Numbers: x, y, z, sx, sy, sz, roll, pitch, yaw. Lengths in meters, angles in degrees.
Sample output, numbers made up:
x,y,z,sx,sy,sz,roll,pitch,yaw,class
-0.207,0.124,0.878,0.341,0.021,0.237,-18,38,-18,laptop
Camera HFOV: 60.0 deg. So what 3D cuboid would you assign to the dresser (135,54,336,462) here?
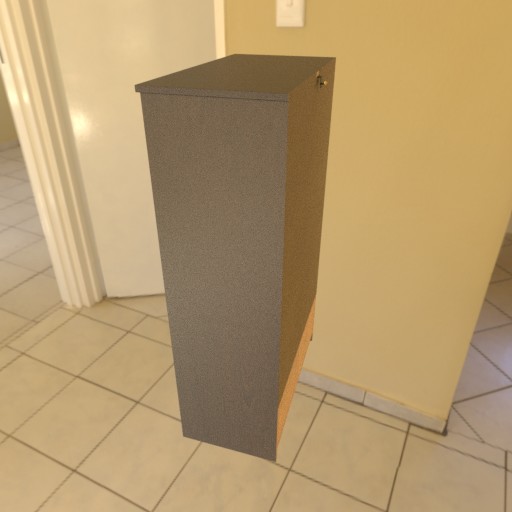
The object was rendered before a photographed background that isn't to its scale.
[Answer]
x,y,z,sx,sy,sz,roll,pitch,yaw,class
0.000,0.000,1.597,0.418,1.254,0.704,9,31,15,dresser
